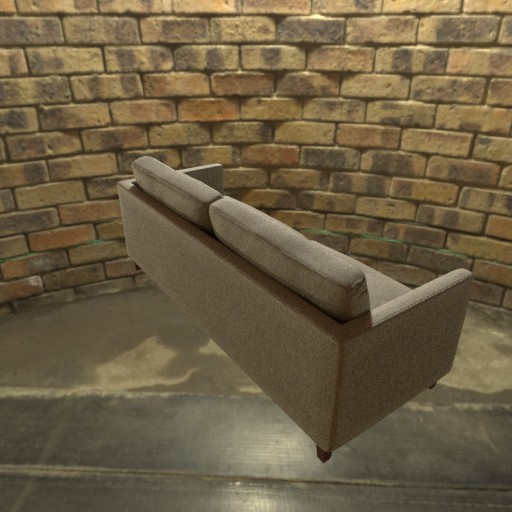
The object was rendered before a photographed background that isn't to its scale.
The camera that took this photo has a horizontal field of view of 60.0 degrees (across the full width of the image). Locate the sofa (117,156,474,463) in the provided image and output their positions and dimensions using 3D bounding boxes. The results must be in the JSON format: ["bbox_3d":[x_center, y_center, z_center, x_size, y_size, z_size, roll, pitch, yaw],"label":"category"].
[{"bbox_3d":[0.000,0.000,2.893,0.948,0.951,2.434,-18,32,-31],"label":"sofa"}]
